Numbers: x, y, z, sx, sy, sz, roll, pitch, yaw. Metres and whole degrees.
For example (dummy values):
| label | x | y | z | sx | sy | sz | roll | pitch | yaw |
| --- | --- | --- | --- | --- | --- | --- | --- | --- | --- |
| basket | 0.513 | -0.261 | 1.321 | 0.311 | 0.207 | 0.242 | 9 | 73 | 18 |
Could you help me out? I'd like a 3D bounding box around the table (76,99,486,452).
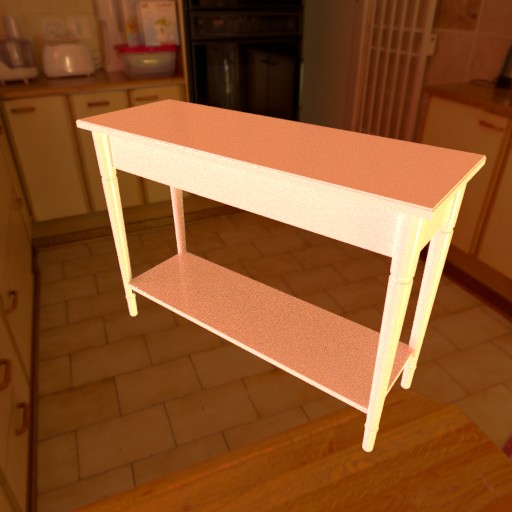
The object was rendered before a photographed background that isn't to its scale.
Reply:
| label | x | y | z | sx | sy | sz | roll | pitch | yaw |
| --- | --- | --- | --- | --- | --- | --- | --- | --- | --- |
| table | 0.000 | 0.000 | 1.374 | 1.067 | 0.749 | 0.381 | 21 | 37 | 31 |
